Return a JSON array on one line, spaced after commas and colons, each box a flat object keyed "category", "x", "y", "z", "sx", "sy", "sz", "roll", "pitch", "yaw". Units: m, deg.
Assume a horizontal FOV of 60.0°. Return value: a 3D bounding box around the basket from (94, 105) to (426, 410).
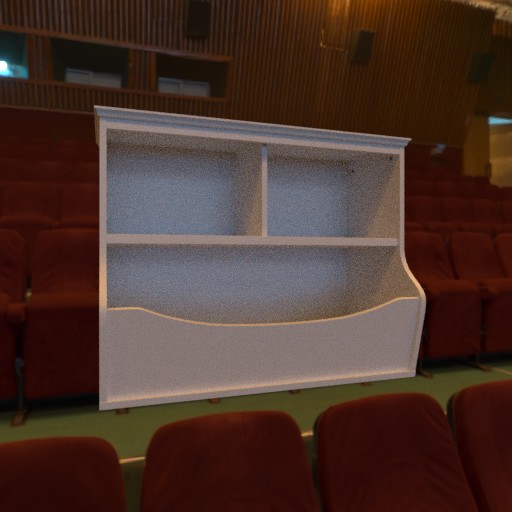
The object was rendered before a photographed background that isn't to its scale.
[{"category": "basket", "x": 0.000, "y": 0.000, "z": 1.161, "sx": 0.792, "sy": 0.625, "sz": 0.376, "roll": 0, "pitch": 0, "yaw": -19}]
